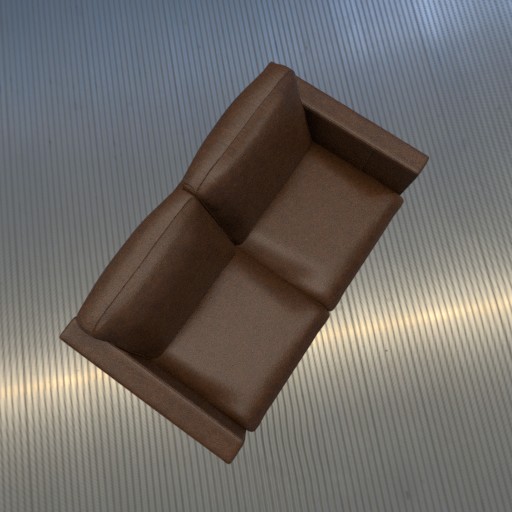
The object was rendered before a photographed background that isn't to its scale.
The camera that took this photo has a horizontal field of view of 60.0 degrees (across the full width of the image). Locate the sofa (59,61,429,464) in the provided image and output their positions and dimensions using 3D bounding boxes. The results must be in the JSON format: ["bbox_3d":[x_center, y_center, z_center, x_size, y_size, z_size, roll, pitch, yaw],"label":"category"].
[{"bbox_3d":[0.000,0.000,2.119,0.909,0.951,1.578,34,80,7],"label":"sofa"}]
